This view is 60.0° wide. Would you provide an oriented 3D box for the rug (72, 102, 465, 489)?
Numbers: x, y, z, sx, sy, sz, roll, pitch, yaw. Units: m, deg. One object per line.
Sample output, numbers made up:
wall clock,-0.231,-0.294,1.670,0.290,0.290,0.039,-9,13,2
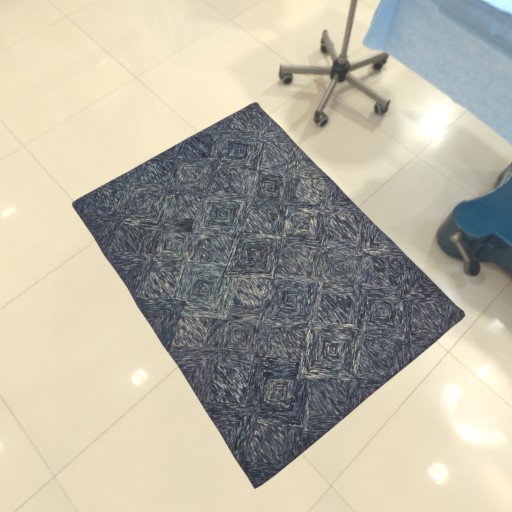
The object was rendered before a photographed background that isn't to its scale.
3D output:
rug,0.000,0.000,4.287,2.385,0.024,3.245,-34,69,-15
